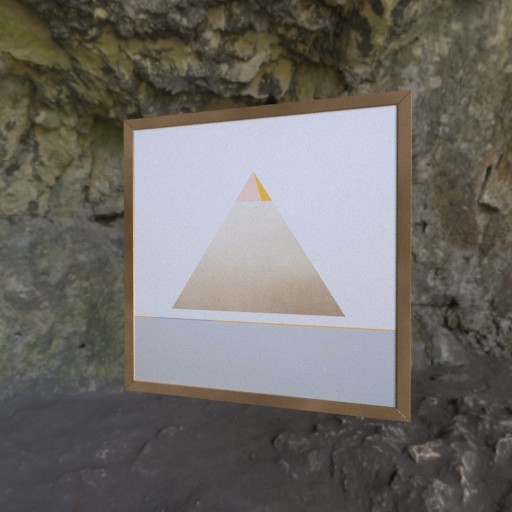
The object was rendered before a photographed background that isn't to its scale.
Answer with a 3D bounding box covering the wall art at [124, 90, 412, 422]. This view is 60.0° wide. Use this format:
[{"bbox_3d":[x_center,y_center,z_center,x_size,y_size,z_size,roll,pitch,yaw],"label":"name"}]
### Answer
[{"bbox_3d":[0.000,0.000,0.778,0.513,0.511,0.038,0,1,18],"label":"wall art"}]
